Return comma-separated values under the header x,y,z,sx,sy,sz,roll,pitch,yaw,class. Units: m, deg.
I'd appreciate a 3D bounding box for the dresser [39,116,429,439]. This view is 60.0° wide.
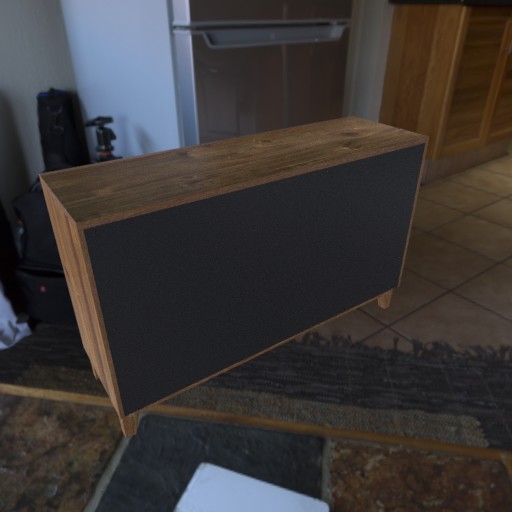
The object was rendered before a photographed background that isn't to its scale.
x,y,z,sx,sy,sz,roll,pitch,yaw,class
0.000,0.000,1.832,1.400,0.873,0.446,-19,36,-29,dresser
